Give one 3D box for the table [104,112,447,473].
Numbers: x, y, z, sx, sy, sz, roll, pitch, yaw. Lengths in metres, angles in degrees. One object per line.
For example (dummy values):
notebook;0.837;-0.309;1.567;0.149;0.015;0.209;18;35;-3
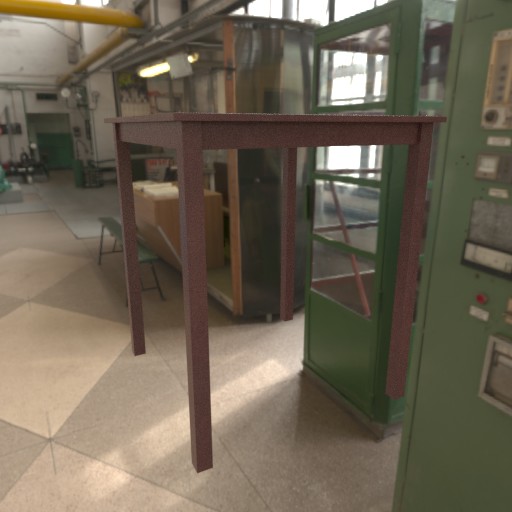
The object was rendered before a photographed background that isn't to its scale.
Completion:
table;0.000;0.000;1.661;0.861;0.991;0.861;-8;18;-27
